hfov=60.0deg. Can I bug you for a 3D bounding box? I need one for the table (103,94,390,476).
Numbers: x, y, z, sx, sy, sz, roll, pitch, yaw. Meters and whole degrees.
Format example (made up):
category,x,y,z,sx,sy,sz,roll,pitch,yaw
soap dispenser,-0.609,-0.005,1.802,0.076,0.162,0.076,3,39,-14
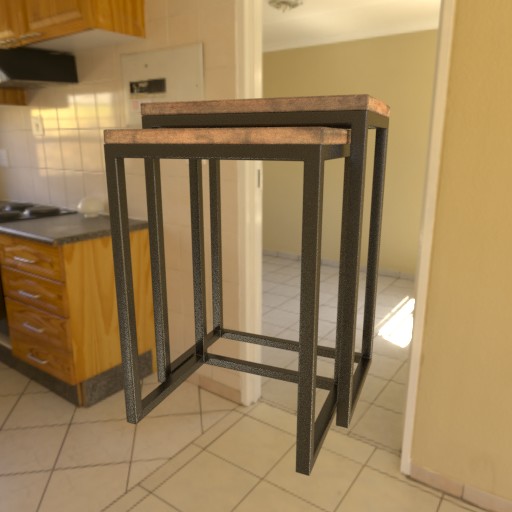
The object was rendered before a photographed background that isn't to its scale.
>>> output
category,x,y,z,sx,sy,sz,roll,pitch,yaw
table,0.000,0.000,0.934,0.456,0.615,0.460,7,16,24
